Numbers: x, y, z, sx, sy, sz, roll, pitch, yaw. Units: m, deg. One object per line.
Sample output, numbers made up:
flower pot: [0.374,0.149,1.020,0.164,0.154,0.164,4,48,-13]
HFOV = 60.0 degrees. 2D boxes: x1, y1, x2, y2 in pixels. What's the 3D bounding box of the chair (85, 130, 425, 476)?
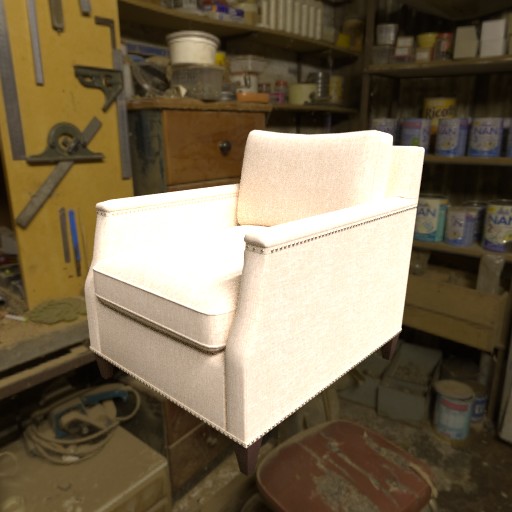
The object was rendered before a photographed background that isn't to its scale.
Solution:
chair: [0.000,0.000,1.720,0.838,0.940,1.041,14,21,40]
